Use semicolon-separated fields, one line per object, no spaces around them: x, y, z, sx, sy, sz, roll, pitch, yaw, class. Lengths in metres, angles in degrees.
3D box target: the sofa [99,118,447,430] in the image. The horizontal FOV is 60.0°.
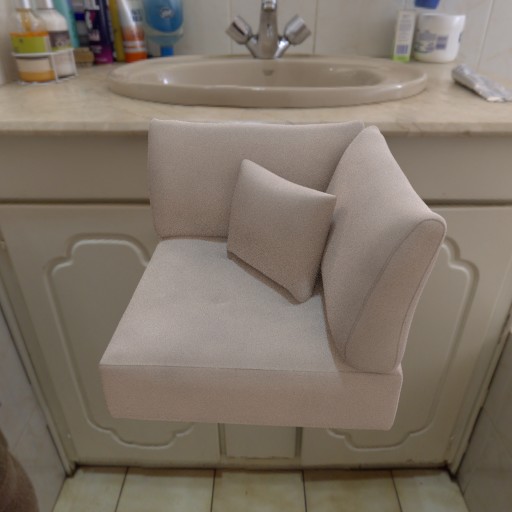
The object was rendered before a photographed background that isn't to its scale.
0.000;0.000;1.714;1.000;0.820;1.000;1;31;2;sofa
